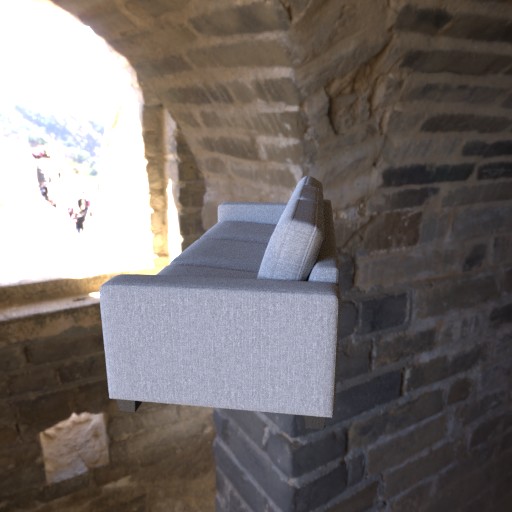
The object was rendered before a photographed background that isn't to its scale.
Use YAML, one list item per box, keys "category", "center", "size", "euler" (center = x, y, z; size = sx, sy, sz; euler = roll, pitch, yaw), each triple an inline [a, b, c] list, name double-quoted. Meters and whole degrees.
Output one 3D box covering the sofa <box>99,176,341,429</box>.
- category: "sofa"
  center: [0.000, 0.000, 2.624]
  size: [0.900, 0.800, 2.120]
  euler: [2, 15, 8]
